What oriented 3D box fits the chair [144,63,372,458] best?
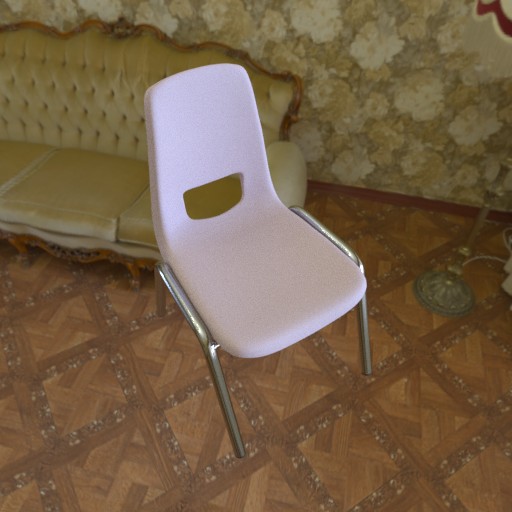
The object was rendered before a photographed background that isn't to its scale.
[{"bbox_3d":[0.000,0.000,0.848,0.354,0.586,0.423,-24,50,-23],"label":"chair"}]
